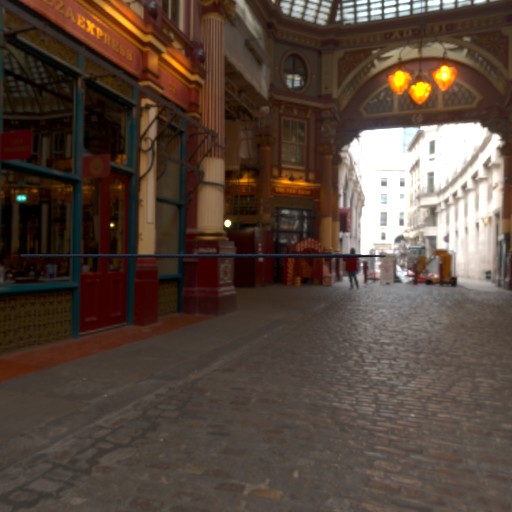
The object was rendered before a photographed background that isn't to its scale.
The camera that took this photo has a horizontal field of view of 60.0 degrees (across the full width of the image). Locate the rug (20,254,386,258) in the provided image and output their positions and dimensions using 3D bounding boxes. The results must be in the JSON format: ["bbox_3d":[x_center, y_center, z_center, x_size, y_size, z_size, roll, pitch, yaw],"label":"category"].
[{"bbox_3d":[0.000,0.000,2.865,1.528,0.014,2.294,0,0,19],"label":"rug"}]
